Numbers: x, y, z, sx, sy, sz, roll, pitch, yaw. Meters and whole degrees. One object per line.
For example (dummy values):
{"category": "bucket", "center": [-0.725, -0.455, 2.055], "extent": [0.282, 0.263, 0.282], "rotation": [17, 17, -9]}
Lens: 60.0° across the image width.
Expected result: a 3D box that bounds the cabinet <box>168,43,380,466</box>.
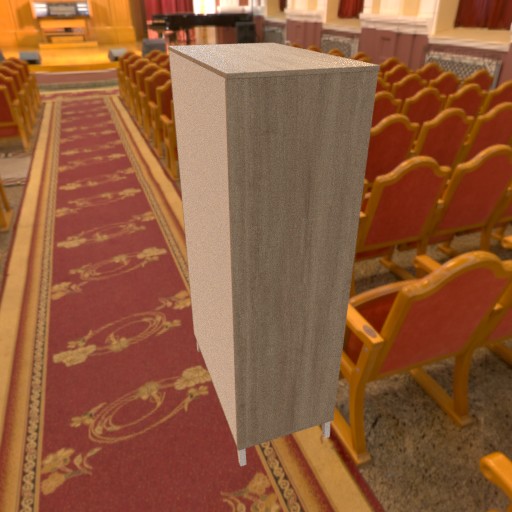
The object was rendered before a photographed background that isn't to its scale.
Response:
{"category": "cabinet", "center": [0.000, 0.000, 2.400], "extent": [0.571, 1.999, 1.006], "rotation": [-10, 32, -17]}
